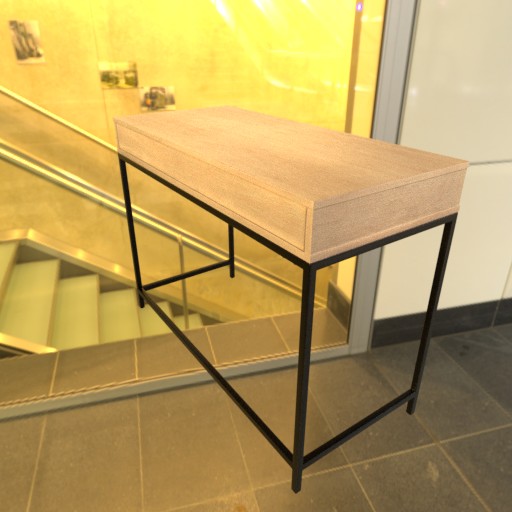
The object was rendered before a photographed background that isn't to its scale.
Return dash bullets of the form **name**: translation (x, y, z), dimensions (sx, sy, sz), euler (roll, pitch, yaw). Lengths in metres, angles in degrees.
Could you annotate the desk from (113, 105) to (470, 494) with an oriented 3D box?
- **desk**: translation (0.000, 0.000, 1.410), dimensions (0.470, 0.762, 1.016), euler (-17, 32, -31)
